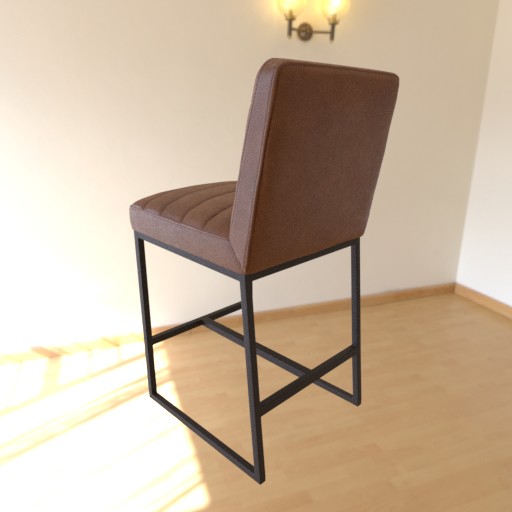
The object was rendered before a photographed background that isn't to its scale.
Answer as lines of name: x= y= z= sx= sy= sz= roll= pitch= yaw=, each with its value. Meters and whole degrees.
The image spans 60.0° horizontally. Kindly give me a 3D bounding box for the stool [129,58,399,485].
stool: x=0.000 y=0.000 z=1.215 sx=0.458 sy=0.940 sz=0.556 roll=-17 pitch=25 yaw=-42
